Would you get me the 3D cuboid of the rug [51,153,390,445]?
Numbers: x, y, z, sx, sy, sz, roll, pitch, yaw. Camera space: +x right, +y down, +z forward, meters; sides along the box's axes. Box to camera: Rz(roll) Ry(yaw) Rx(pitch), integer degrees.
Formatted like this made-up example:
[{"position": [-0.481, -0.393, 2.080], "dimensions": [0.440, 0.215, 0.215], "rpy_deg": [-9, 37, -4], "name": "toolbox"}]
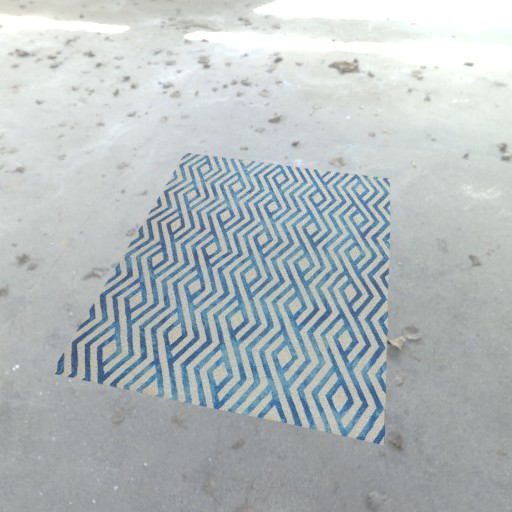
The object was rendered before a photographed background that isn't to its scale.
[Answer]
[{"position": [0.000, 0.000, 4.167], "dimensions": [2.453, 0.008, 3.059], "rpy_deg": [9, 46, 9], "name": "rug"}]
